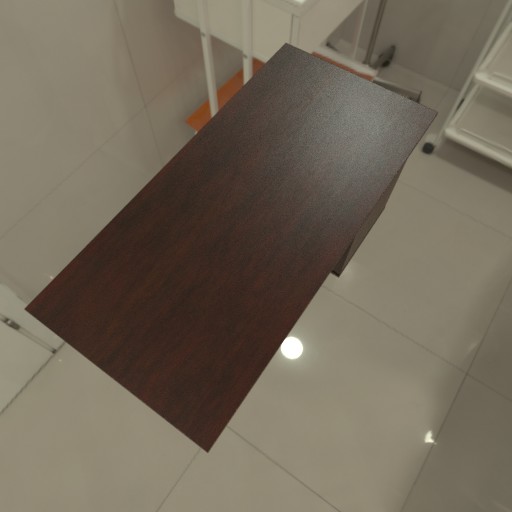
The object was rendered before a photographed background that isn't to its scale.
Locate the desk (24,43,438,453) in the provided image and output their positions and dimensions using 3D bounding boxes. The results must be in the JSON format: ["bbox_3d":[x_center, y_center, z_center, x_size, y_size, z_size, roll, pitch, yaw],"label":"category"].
[{"bbox_3d":[0.000,0.000,1.670,0.612,0.758,1.277,32,67,15],"label":"desk"}]
